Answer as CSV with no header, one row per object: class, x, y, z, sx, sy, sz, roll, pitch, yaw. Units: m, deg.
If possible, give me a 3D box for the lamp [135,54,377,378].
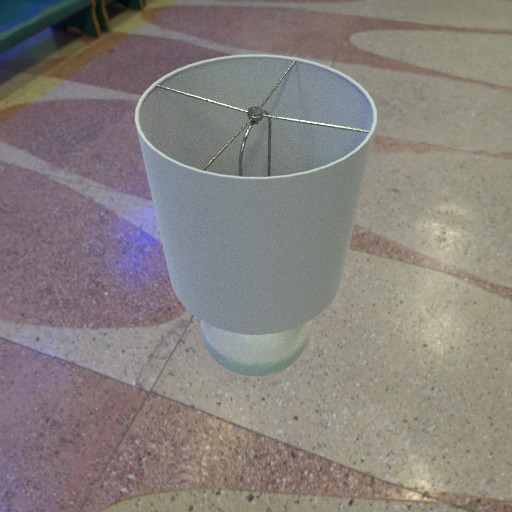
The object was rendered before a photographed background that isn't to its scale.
lamp,0.000,0.000,0.550,0.217,0.404,0.217,17,50,15
